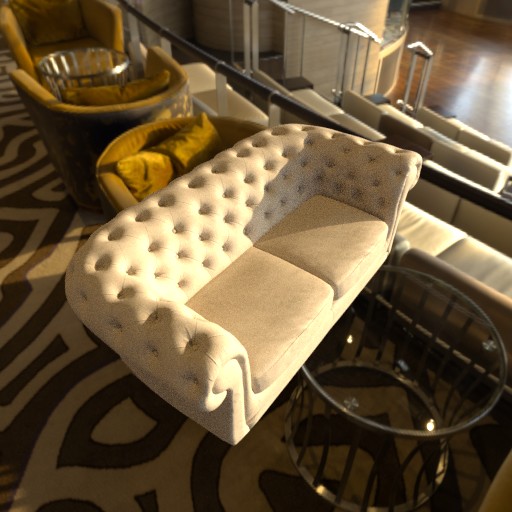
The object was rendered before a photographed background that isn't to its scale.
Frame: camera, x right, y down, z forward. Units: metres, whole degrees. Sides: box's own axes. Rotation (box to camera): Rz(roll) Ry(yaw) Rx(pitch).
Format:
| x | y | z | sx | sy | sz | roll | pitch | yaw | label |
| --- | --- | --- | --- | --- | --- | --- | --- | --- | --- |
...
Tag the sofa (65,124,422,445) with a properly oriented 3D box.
| x | y | z | sx | sy | sz | roll | pitch | yaw | label |
| --- | --- | --- | --- | --- | --- | --- | --- | --- | --- |
| 0.000 | 0.000 | 2.484 | 1.069 | 0.835 | 1.988 | 26 | 47 | 27 | sofa |
